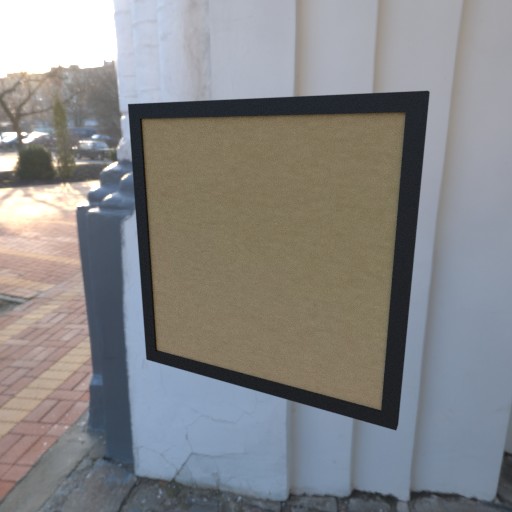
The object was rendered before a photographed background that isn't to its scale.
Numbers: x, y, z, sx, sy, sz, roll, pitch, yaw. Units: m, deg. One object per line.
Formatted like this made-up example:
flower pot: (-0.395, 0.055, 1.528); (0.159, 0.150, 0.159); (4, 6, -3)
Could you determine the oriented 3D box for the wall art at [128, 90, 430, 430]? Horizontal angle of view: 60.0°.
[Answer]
wall art: (0.000, 0.000, 0.532); (0.358, 0.357, 0.012); (8, 17, 26)
